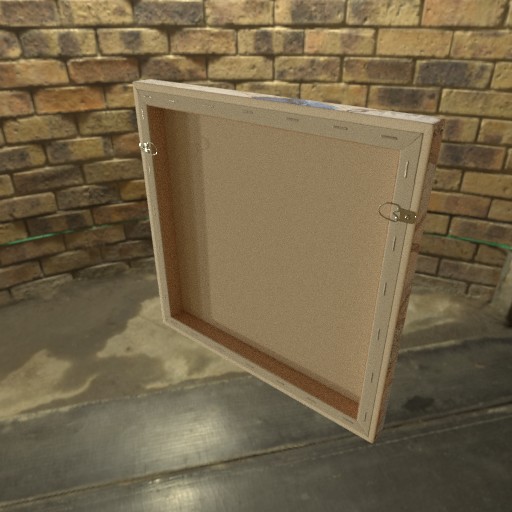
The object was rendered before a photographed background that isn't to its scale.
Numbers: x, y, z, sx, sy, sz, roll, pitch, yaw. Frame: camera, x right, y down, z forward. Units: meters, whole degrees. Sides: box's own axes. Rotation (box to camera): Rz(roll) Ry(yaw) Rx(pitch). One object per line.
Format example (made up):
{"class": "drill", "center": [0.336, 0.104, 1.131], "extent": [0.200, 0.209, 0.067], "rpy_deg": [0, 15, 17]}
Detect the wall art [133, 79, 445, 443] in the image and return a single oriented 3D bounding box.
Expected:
{"class": "wall art", "center": [0.000, 0.000, 0.738], "extent": [0.507, 0.508, 0.038], "rpy_deg": [21, 35, 33]}
